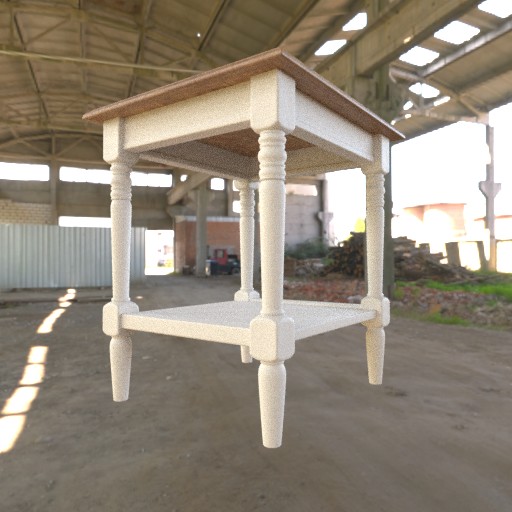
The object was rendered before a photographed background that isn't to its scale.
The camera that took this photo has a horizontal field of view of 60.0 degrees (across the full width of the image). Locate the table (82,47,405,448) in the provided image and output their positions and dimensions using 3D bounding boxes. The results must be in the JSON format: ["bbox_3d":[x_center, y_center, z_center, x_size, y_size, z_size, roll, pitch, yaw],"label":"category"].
[{"bbox_3d":[0.000,0.000,0.921,0.457,0.561,0.508,0,-1,36],"label":"table"}]
